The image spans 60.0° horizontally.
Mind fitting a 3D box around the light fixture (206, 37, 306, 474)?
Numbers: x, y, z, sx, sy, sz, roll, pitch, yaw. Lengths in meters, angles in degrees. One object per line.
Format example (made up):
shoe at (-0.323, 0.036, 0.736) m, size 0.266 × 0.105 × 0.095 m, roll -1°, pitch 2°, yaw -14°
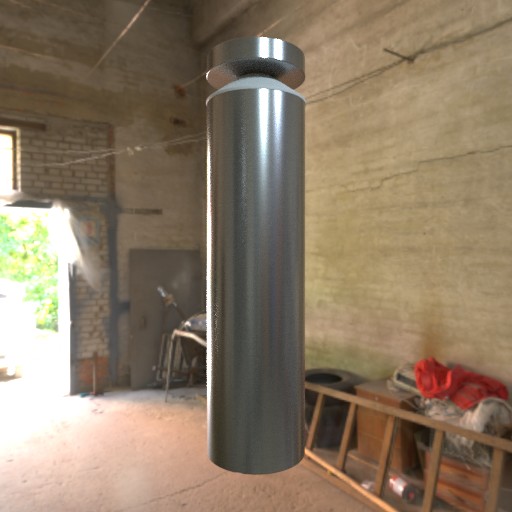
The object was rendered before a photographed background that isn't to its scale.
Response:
light fixture at (0.000, 0.000, 0.455) m, size 0.102 × 0.400 × 0.102 m, roll 0°, pitch 1°, yaw 19°
